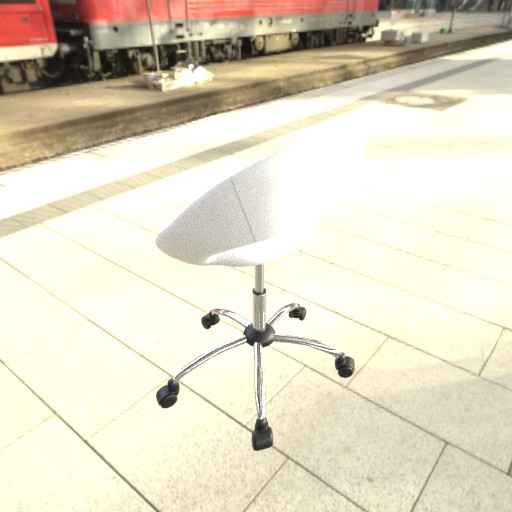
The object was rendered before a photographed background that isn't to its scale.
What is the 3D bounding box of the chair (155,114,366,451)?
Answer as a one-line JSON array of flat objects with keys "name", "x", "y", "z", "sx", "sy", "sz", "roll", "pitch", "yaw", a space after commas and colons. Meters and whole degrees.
[{"name": "chair", "x": 0.000, "y": 0.000, "z": 1.194, "sx": 0.538, "sy": 0.791, "sz": 0.612, "roll": 21, "pitch": 36, "yaw": 31}]
